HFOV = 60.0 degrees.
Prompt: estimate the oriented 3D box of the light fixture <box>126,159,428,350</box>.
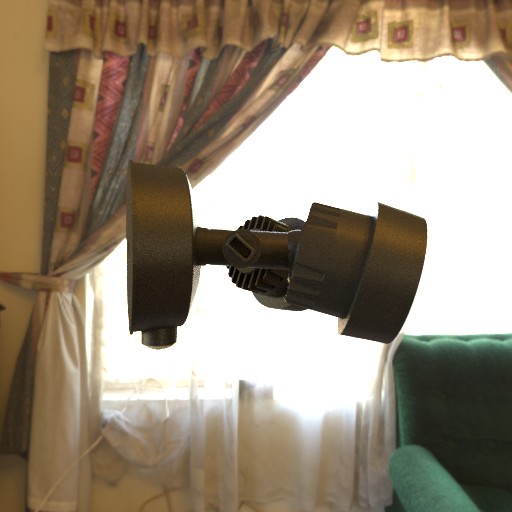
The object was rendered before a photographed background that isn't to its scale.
[{"bbox_3d":[0.000,0.000,0.304,0.168,0.120,0.213,0,1,-18],"label":"light fixture"}]
